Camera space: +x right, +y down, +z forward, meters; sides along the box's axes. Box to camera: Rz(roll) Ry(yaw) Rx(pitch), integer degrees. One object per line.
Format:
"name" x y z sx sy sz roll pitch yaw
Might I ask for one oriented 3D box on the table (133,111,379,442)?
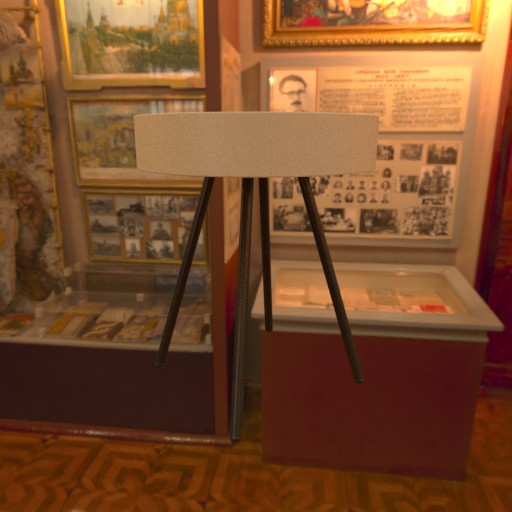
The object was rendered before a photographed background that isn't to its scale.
"table" 0.000 0.000 0.877 0.450 0.525 0.450 0 15 0
